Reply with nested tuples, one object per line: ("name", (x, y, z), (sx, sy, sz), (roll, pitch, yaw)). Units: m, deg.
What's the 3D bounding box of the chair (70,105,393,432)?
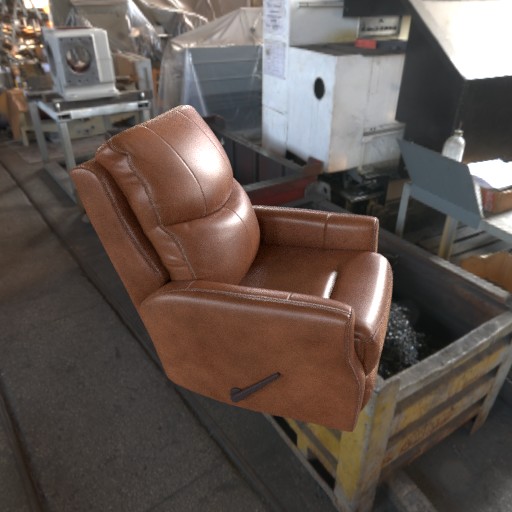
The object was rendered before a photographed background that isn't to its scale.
("chair", (0.000, 0.000, 1.758), (1.072, 1.016, 0.821), (11, 33, 17))
